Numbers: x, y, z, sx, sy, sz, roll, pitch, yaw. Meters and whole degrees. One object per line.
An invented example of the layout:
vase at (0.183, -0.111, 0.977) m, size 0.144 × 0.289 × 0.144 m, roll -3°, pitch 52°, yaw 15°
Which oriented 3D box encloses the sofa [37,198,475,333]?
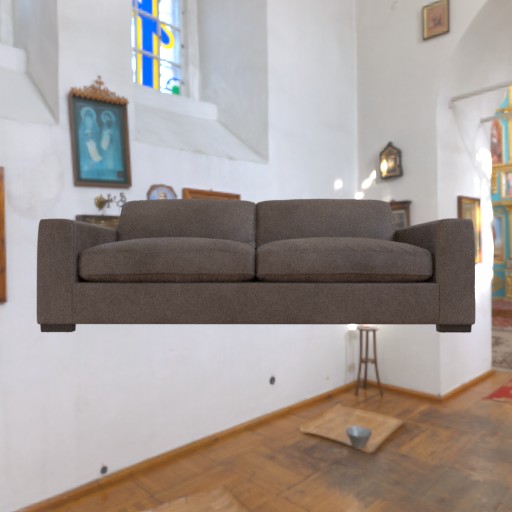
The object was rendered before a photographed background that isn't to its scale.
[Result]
sofa at (0.000, 0.000, 2.778) m, size 2.262 × 0.801 × 1.070 m, roll 0°, pitch -1°, yaw 0°
